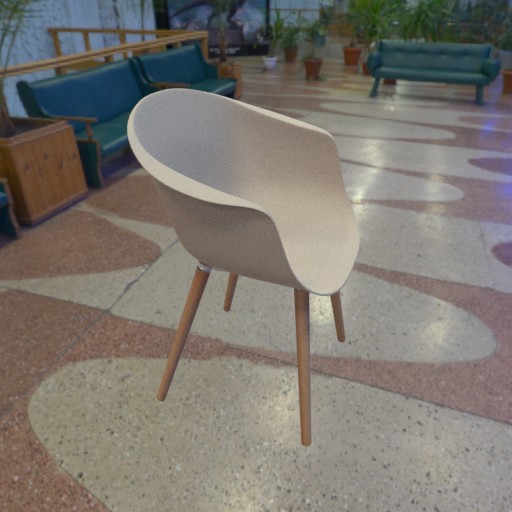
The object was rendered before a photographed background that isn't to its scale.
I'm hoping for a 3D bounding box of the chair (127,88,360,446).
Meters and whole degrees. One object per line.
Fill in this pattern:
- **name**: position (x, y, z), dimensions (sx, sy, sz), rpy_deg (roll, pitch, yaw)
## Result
- **chair**: position (0.000, 0.000, 1.154), dimensions (0.504, 0.781, 0.593), rpy_deg (11, 33, 18)
